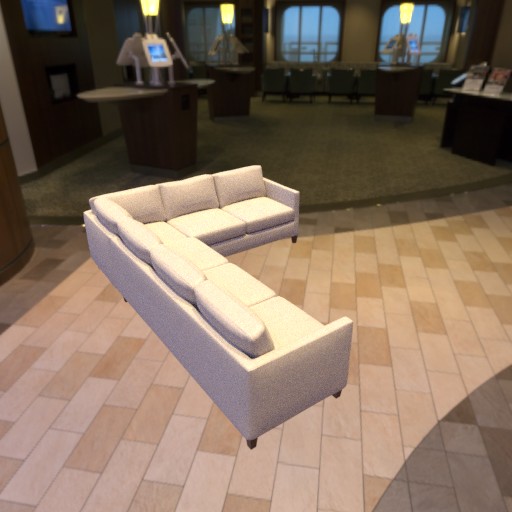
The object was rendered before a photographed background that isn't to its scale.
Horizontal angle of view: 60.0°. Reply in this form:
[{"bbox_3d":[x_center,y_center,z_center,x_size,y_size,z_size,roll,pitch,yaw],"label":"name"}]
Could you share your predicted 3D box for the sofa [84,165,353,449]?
[{"bbox_3d":[0.000,0.000,4.577,2.522,0.934,3.333,-18,32,-32],"label":"sofa"}]
